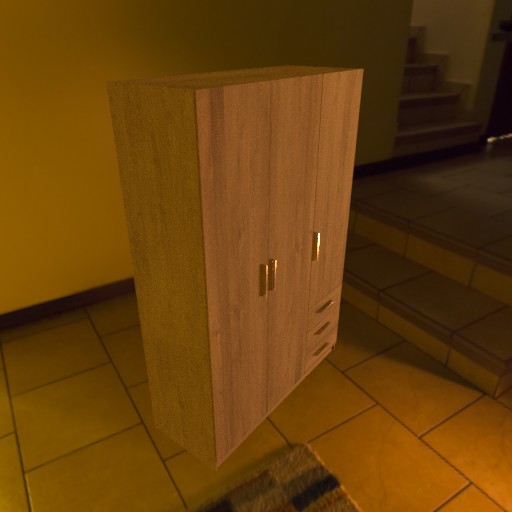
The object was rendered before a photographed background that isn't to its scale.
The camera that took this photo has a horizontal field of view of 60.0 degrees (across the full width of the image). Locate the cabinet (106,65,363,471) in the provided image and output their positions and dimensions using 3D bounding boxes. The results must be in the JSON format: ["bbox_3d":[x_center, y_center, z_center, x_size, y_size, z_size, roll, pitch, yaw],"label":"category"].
[{"bbox_3d":[0.000,0.000,2.509,0.510,1.910,1.290,19,32,33],"label":"cabinet"}]
